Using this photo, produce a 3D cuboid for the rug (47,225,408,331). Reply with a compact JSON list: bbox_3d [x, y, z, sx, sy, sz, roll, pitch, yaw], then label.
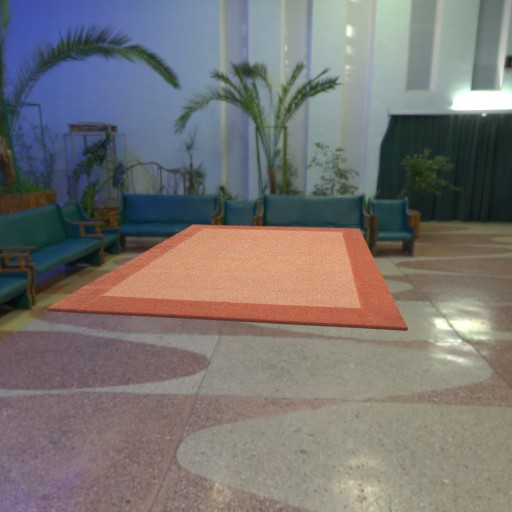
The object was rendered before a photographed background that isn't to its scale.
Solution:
[{"bbox_3d":[0.000,0.000,2.342,1.219,0.014,1.829,2,13,8],"label":"rug"}]
